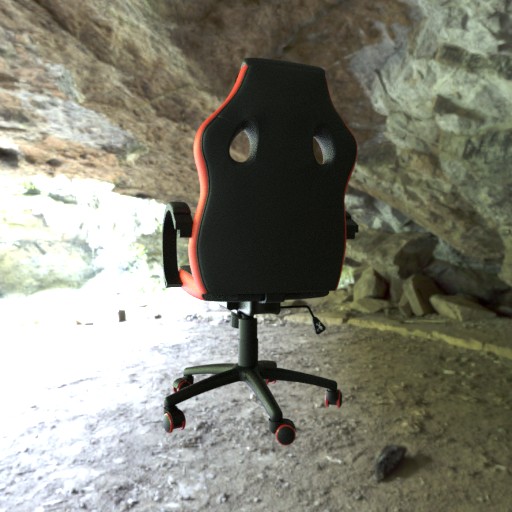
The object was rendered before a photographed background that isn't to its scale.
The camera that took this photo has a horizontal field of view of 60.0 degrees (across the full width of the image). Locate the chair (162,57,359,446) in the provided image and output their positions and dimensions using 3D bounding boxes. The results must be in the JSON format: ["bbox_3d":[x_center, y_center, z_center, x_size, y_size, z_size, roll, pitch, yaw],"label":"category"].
[{"bbox_3d":[0.000,0.000,1.423,0.600,1.016,0.642,0,0,-17],"label":"chair"}]
